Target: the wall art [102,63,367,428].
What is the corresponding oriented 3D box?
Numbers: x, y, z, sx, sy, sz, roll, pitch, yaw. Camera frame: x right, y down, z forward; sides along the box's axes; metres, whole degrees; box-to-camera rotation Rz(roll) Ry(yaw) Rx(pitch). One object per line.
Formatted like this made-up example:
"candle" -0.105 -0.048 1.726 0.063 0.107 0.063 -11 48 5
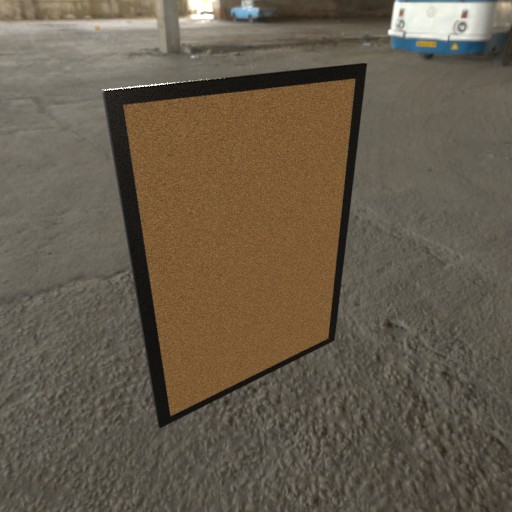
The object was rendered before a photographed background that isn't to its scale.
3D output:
"wall art" 0.000 0.000 1.264 0.707 0.967 0.013 -19 35 -29
